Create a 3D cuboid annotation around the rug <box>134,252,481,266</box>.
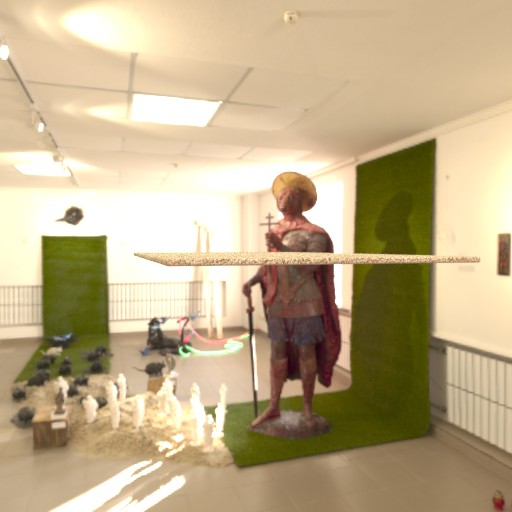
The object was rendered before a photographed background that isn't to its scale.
[{"bbox_3d":[0.000,0.000,3.079,1.524,0.030,2.438,0,1,-18],"label":"rug"}]
